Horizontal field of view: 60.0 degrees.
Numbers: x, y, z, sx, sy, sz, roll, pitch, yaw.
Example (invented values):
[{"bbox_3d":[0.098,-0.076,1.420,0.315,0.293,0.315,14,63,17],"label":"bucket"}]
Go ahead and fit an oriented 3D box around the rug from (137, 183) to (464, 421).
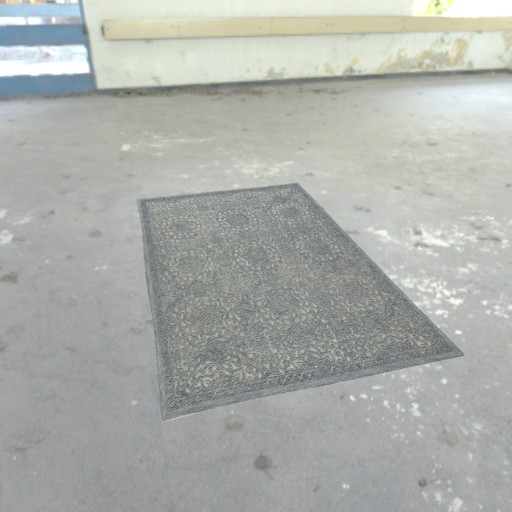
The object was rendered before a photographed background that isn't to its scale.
[{"bbox_3d":[0.000,0.000,3.126,1.535,0.022,2.498,-8,32,-13],"label":"rug"}]
